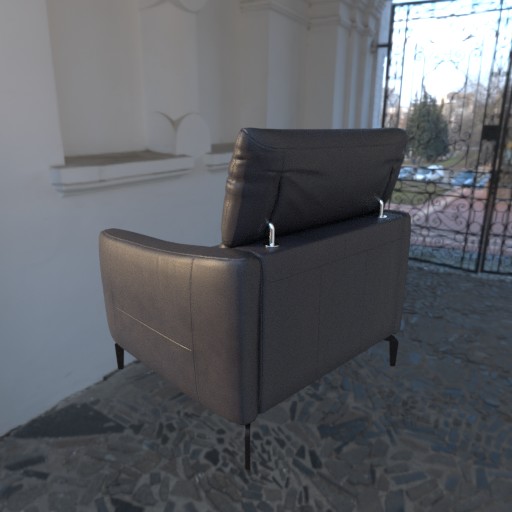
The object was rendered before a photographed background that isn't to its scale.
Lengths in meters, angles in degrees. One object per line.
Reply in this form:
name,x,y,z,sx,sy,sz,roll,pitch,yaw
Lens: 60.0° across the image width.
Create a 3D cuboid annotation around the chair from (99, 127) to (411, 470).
chair,0.000,0.000,1.695,0.976,0.949,0.809,-15,22,-42
